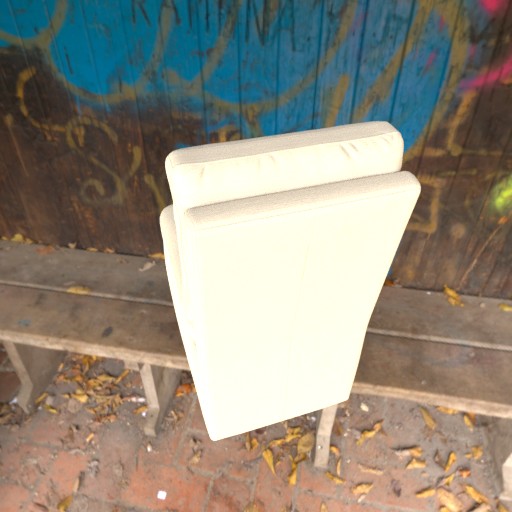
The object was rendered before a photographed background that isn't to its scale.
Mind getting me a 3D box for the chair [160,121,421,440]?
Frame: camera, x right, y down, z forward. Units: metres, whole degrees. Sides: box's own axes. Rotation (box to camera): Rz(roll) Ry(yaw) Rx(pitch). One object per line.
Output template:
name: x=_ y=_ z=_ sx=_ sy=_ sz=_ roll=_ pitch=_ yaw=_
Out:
chair: x=0.000 y=0.000 z=1.319 sx=0.503 sy=0.927 sz=0.698 roll=-12 pitch=41 yaw=-14
